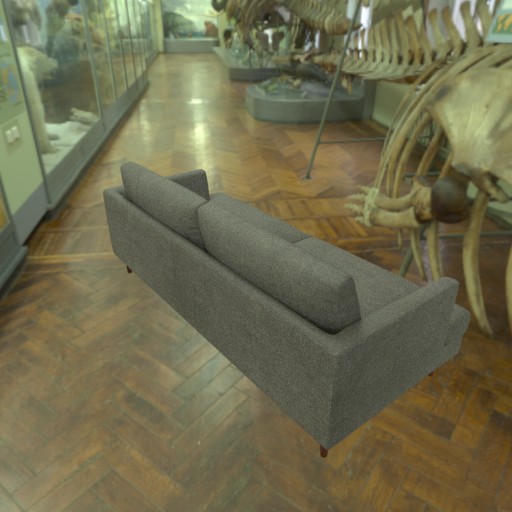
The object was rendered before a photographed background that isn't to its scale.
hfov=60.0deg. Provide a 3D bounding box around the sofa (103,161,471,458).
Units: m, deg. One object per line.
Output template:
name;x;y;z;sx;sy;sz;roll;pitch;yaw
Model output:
sofa;0.000;0.000;2.721;1.020;0.868;2.250;-20;34;-33
